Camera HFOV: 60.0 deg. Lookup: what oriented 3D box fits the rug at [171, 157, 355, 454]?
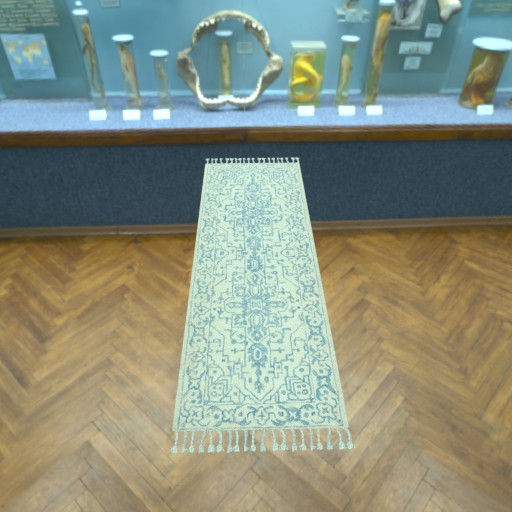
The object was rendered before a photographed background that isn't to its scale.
[{"bbox_3d":[0.000,0.000,2.748,0.774,0.011,2.449,-1,41,-1],"label":"rug"}]
